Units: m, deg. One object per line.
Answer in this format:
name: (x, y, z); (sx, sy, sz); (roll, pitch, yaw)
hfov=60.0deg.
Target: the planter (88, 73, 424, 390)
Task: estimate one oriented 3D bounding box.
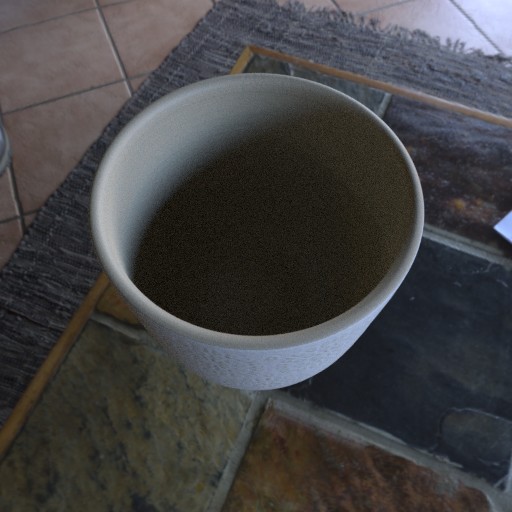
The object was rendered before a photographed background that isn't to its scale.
planter: (0.000, 0.000, 0.293); (0.170, 0.152, 0.170); (0, 62, 0)
